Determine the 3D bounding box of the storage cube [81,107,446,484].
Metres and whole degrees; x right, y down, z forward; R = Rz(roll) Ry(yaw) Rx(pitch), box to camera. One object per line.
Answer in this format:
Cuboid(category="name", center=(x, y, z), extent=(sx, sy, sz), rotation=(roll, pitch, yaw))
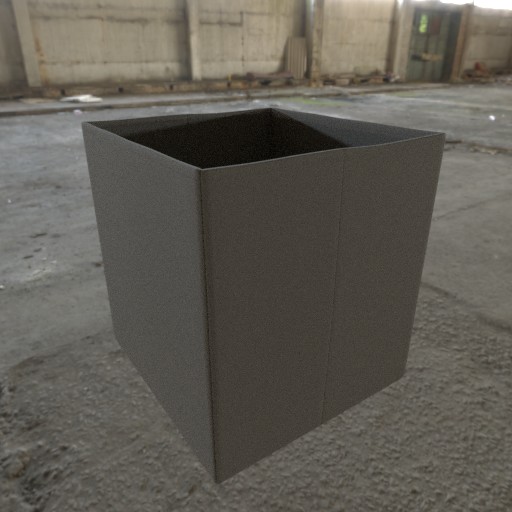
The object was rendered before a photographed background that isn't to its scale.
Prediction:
Cuboid(category="storage cube", center=(0.000, 0.000, 0.494), extent=(0.270, 0.280, 0.270), rotation=(-16, 29, -31))
